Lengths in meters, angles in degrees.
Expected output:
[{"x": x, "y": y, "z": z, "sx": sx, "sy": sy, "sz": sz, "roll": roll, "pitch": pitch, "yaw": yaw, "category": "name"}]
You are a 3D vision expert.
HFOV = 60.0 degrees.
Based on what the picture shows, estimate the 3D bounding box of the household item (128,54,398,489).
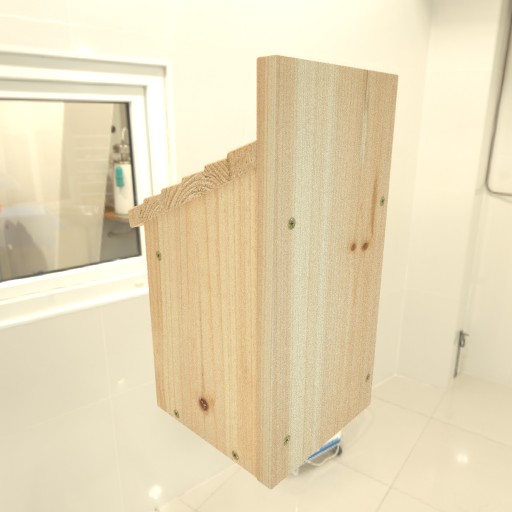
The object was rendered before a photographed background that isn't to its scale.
[{"x": 0.000, "y": 0.000, "z": 0.395, "sx": 0.171, "sy": 0.300, "sz": 0.149, "roll": 15, "pitch": 22, "yaw": 41, "category": "household item"}]
